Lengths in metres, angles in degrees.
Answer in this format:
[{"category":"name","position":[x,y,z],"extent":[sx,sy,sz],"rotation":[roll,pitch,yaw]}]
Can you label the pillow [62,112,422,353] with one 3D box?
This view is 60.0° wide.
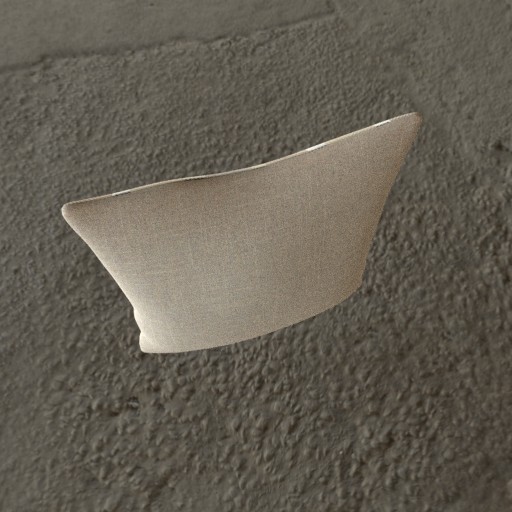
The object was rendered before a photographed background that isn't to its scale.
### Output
[{"category":"pillow","position":[0.000,0.000,0.882],"extent":[0.578,0.558,0.192],"rotation":[-16,59,-10]}]
